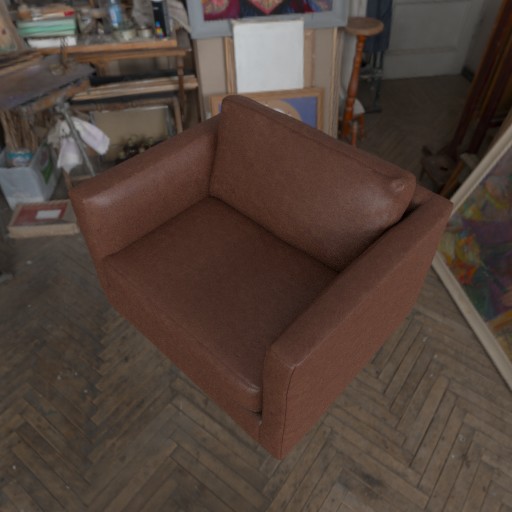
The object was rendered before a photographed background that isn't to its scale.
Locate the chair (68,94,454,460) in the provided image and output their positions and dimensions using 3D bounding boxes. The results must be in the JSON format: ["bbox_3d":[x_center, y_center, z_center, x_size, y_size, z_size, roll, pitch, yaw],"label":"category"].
[{"bbox_3d":[0.000,0.000,1.806,1.107,0.917,0.959,34,55,28],"label":"chair"}]
